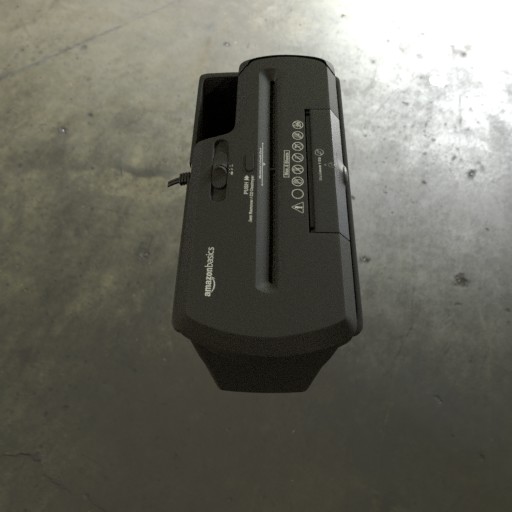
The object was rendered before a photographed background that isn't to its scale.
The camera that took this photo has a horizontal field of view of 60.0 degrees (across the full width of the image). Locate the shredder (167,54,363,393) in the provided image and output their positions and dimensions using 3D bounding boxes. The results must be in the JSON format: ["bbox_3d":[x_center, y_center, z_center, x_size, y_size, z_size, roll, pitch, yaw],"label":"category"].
[{"bbox_3d":[0.000,0.000,0.523,0.170,0.335,0.320,1,62,1],"label":"shredder"}]
